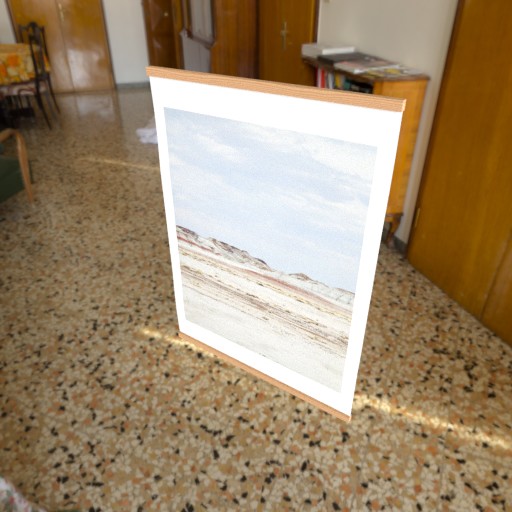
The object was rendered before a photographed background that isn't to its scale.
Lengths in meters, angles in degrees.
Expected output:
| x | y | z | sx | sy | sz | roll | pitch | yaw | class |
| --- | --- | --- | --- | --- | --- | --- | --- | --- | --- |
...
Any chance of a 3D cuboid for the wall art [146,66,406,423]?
| x | y | z | sx | sy | sz | roll | pitch | yaw | class |
| --- | --- | --- | --- | --- | --- | --- | --- | --- | --- |
| 0.000 | 0.000 | 1.357 | 0.739 | 1.016 | 0.020 | 20 | 37 | 28 | wall art |
